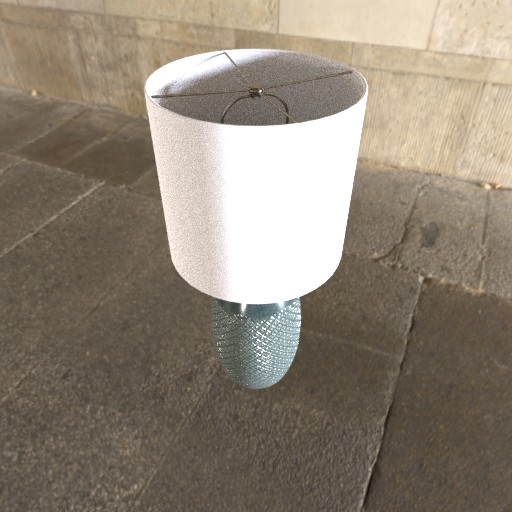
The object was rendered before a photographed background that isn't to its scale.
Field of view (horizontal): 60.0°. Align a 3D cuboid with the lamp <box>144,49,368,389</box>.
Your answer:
[{"bbox_3d":[0.000,0.000,0.582,0.217,0.453,0.217,-13,42,-15],"label":"lamp"}]
